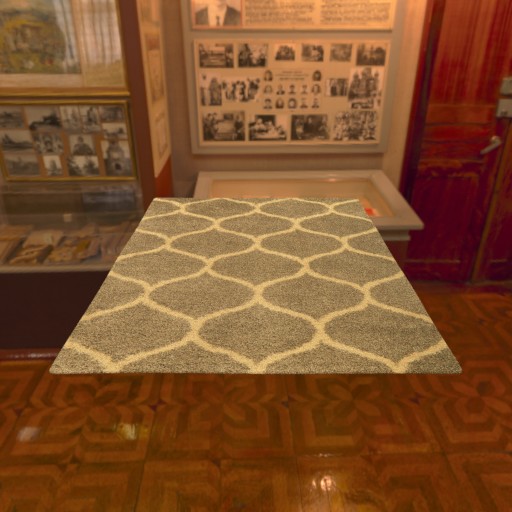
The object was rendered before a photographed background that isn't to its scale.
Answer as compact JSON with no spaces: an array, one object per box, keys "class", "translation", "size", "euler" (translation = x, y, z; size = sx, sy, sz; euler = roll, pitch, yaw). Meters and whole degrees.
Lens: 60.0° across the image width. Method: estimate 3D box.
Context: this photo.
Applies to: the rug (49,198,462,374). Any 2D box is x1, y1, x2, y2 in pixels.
[{"class":"rug","translation":[0.000,0.000,3.886],"size":[2.399,0.026,3.000],"euler":[0,27,0]}]
